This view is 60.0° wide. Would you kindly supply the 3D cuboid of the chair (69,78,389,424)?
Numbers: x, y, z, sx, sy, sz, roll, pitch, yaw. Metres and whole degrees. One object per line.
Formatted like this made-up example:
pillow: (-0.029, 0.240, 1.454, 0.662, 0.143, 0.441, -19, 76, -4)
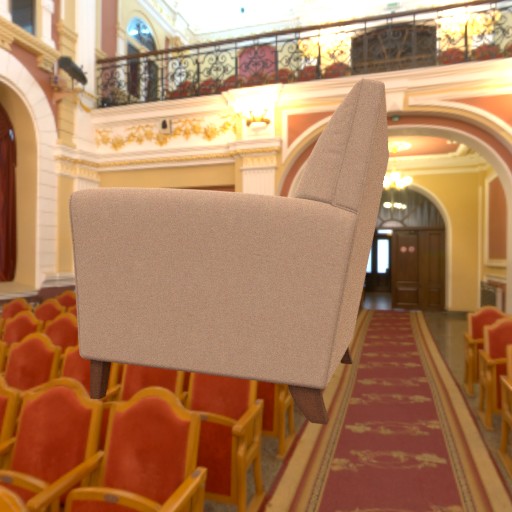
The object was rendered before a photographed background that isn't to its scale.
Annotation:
chair: (0.000, 0.000, 1.527, 0.871, 0.846, 0.840, 0, 0, 18)
